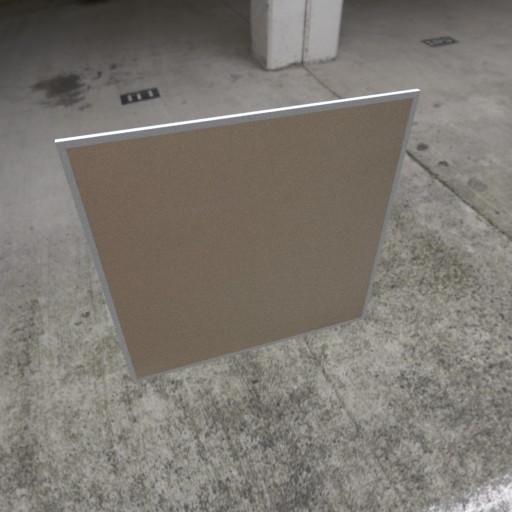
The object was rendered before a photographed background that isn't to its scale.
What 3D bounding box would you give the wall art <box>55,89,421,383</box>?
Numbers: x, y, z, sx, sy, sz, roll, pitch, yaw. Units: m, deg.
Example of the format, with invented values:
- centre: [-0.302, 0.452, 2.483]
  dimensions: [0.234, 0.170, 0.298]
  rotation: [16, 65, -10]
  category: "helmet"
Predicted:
- centre: [0.000, 0.000, 0.681]
  dimensions: [0.456, 0.456, 0.007]
  rotation: [-13, 43, -14]
  category: "wall art"
